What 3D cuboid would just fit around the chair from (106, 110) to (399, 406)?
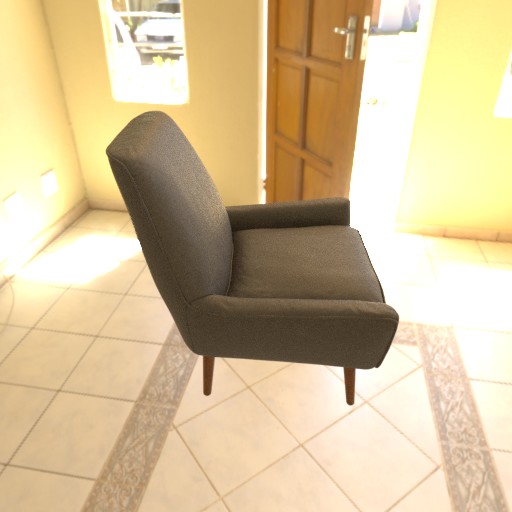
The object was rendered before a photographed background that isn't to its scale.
[{"bbox_3d":[0.000,0.000,1.537,0.822,0.888,0.787,0,32,0],"label":"chair"}]
